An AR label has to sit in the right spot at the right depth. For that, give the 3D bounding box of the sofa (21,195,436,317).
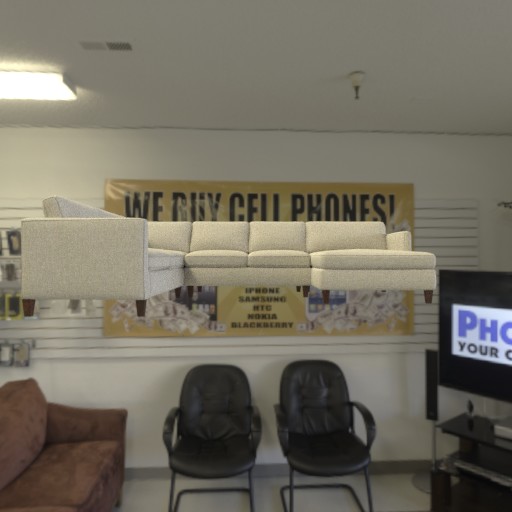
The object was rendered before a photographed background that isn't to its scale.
[{"bbox_3d":[0.000,0.000,4.402,3.403,0.889,2.551,0,0,0],"label":"sofa"}]
